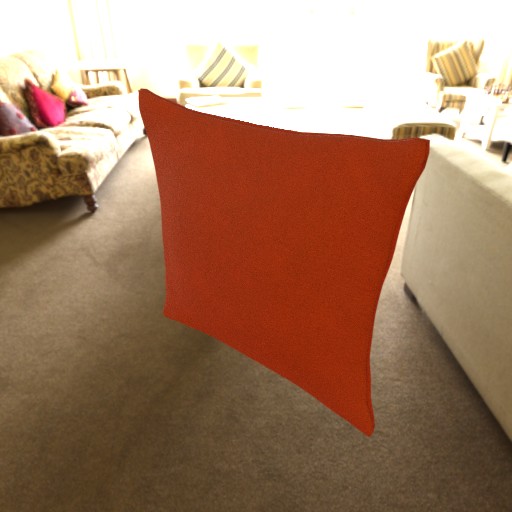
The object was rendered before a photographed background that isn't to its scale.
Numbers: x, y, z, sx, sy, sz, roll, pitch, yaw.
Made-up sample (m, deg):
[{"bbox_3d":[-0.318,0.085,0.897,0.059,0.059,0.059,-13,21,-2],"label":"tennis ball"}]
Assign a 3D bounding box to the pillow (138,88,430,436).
[{"bbox_3d":[0.000,0.000,0.639,0.435,0.416,0.151,22,37,33],"label":"pillow"}]
